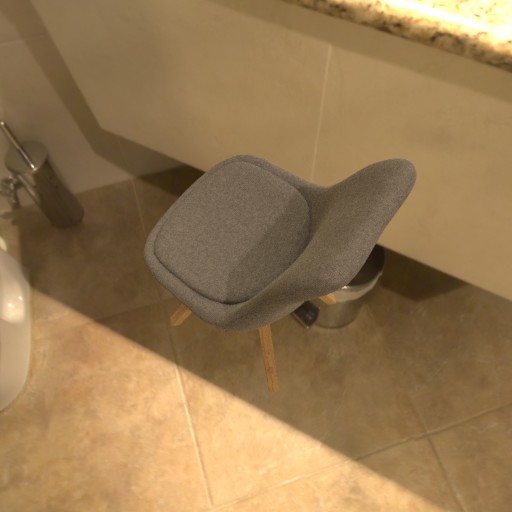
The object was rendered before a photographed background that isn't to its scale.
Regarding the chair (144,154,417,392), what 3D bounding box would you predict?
[{"bbox_3d":[0.000,0.000,1.205,0.550,0.865,0.483,32,67,15],"label":"chair"}]
